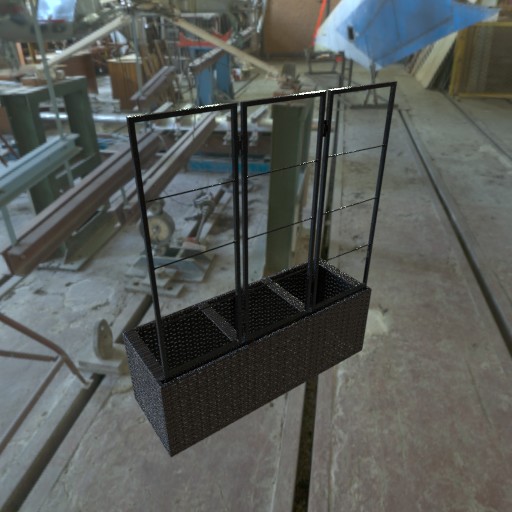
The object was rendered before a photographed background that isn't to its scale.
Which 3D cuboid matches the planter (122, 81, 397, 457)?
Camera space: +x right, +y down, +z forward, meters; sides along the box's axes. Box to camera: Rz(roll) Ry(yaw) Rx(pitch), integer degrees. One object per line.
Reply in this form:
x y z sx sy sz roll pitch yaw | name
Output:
0.000 0.000 1.175 0.699 0.841 0.244 -19 35 -30 | planter
